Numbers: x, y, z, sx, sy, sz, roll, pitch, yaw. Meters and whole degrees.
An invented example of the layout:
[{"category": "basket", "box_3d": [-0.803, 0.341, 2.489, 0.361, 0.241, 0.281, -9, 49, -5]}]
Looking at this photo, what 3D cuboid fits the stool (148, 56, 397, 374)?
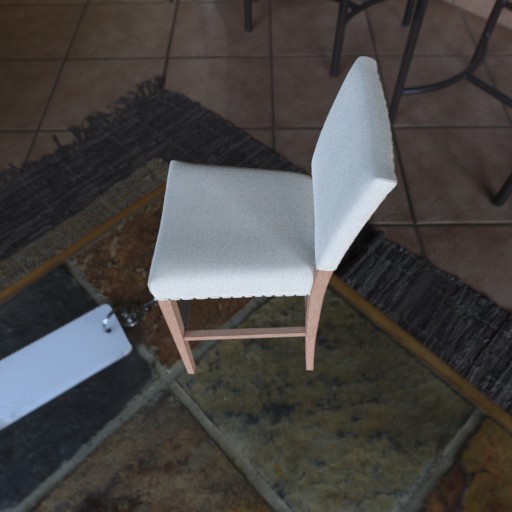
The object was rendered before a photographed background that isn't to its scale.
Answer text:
[{"category": "stool", "box_3d": [0.000, 0.000, 1.386, 0.546, 1.143, 0.428, 2, 58, 1]}]
